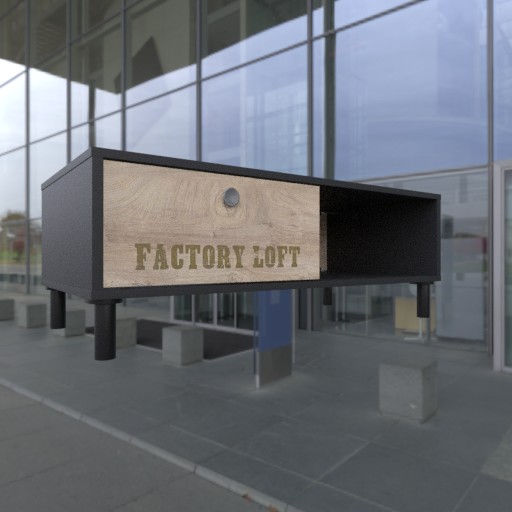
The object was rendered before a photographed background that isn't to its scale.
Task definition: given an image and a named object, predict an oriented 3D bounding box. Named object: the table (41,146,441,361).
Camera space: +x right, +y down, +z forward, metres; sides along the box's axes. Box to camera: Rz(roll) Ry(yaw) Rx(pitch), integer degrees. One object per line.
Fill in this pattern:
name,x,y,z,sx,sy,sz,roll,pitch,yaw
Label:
table,0.000,0.000,1.339,1.100,0.400,0.550,0,0,-35
